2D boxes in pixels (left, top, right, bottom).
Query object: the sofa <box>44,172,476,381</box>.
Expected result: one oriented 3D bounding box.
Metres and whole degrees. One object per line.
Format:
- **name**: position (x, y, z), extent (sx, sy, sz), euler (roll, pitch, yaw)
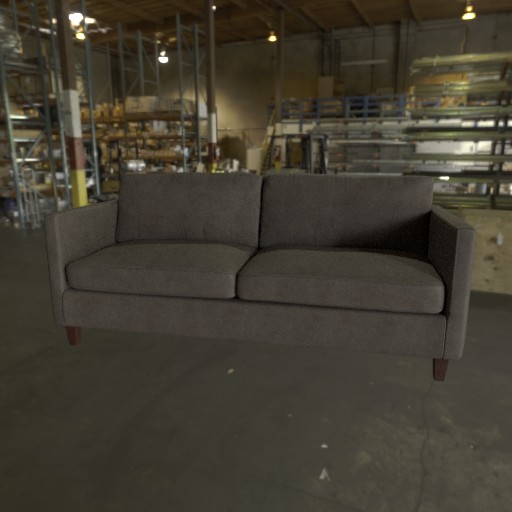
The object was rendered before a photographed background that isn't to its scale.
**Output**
- **sofa**: position (0.000, 0.000, 2.661), extent (2.208, 0.965, 0.951), euler (3, 13, 12)
